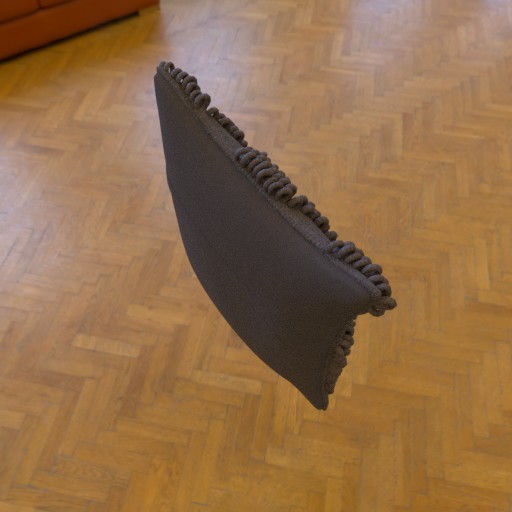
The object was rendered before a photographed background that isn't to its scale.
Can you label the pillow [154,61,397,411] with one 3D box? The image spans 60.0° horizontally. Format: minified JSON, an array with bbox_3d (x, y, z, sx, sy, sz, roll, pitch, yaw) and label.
[{"bbox_3d":[0.000,0.000,0.725,0.172,0.467,0.470,-32,64,-17],"label":"pillow"}]
